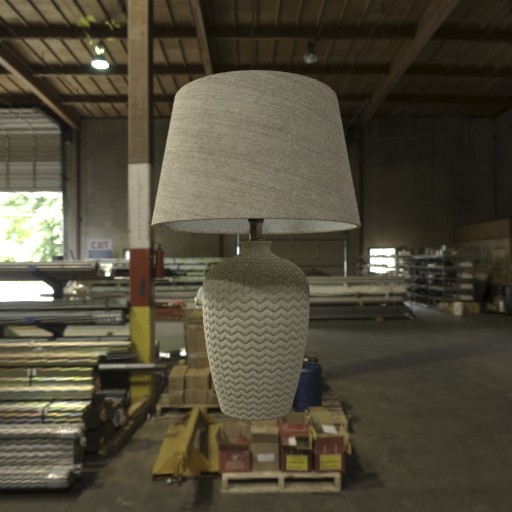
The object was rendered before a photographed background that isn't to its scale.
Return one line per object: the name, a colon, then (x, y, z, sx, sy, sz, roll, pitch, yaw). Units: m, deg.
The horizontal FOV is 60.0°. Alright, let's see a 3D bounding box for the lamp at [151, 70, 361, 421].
lamp: (0.000, 0.000, 0.846, 0.390, 0.580, 0.390, 0, -1, 0)
